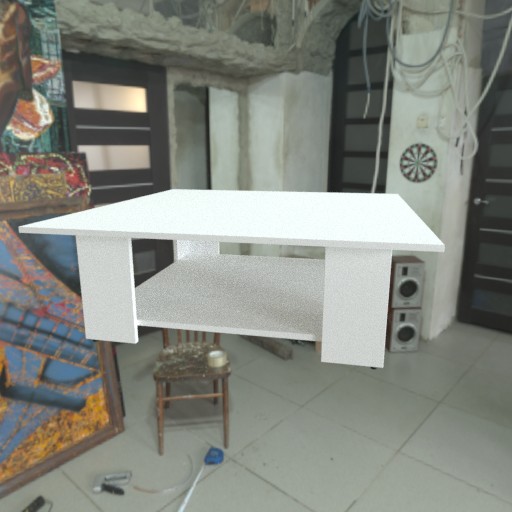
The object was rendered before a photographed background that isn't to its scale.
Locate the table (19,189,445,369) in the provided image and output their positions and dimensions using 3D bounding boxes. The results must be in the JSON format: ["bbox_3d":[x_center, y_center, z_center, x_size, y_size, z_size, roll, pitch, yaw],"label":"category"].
[{"bbox_3d":[0.000,0.000,1.353,0.890,0.305,0.890,3,14,12],"label":"table"}]
